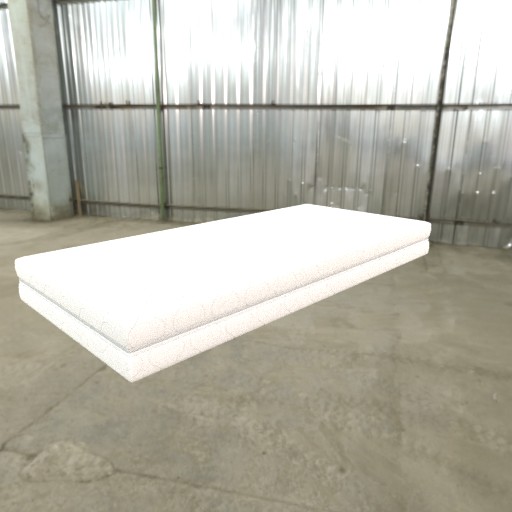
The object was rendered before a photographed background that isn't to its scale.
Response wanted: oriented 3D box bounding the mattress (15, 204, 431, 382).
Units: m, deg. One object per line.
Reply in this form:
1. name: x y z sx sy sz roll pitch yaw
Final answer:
1. mattress: 0.000 0.000 2.169 0.900 0.200 1.900 16 22 43
